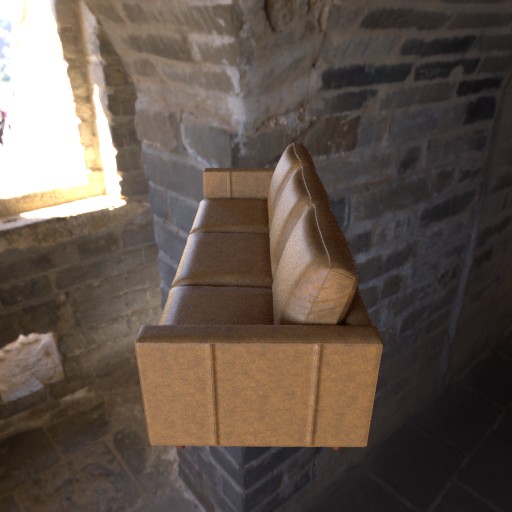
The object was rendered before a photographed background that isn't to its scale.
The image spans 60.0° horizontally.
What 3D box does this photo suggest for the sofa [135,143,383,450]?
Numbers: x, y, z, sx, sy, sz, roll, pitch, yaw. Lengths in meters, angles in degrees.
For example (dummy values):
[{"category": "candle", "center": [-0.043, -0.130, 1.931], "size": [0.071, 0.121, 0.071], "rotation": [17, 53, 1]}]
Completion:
[{"category": "sofa", "center": [0.000, 0.000, 2.633], "size": [0.903, 0.930, 2.231], "rotation": [0, 27, 0]}]
